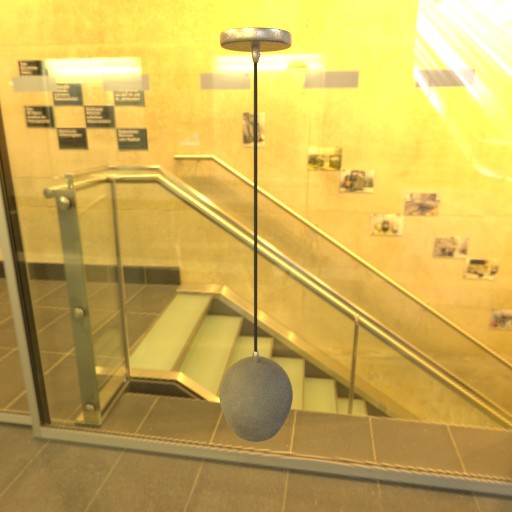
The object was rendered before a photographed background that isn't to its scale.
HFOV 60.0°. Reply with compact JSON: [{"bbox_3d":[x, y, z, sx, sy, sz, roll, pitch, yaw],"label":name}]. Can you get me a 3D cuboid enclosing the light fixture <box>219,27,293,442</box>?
[{"bbox_3d":[0.000,0.000,0.838,0.153,0.760,0.153,-3,17,-10],"label":"light fixture"}]
